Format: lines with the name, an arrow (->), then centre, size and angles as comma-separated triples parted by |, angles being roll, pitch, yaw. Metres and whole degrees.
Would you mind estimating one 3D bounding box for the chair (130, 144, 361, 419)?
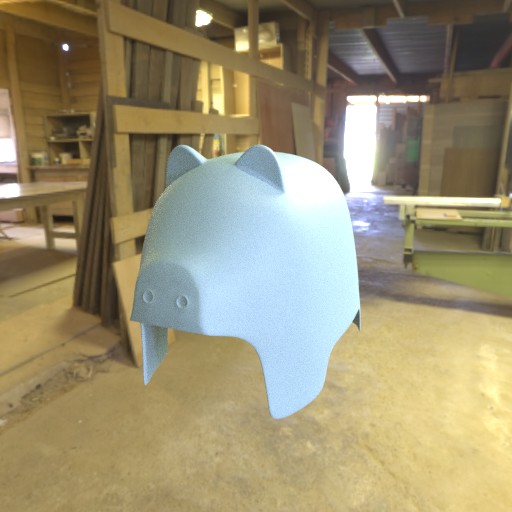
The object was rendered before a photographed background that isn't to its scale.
chair -> 0.000, 0.000, 0.874 | 0.364, 0.423, 0.619 | 6, 15, 23
